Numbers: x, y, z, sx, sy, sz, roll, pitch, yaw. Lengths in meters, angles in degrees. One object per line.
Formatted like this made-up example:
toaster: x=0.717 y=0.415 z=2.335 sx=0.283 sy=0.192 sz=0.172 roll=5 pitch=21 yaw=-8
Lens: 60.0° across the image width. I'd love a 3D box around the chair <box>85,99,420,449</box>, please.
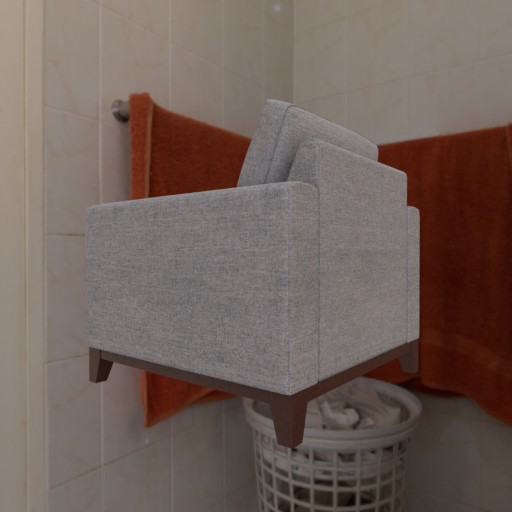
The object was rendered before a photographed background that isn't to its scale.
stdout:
chair: x=0.000 y=0.000 z=1.875 sx=1.038 sy=1.010 sz=1.024 roll=0 pitch=1 yaw=39
